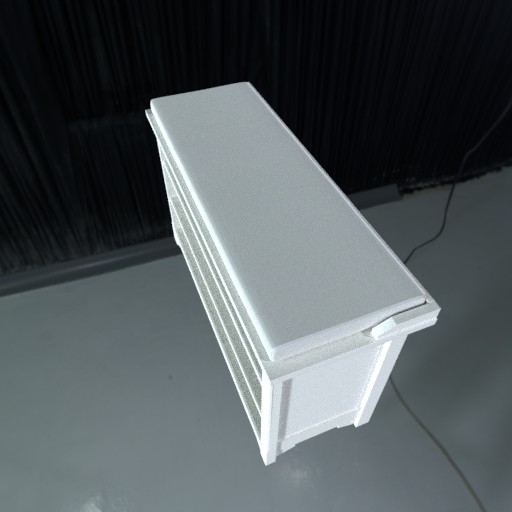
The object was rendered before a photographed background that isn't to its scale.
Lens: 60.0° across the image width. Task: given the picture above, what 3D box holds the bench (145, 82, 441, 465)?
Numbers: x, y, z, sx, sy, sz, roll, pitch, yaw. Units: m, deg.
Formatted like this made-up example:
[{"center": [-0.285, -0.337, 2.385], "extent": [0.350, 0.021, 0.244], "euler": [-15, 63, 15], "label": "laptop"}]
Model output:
[{"center": [0.000, 0.000, 1.290], "extent": [0.346, 0.589, 0.987], "euler": [-16, 49, -15], "label": "bench"}]
